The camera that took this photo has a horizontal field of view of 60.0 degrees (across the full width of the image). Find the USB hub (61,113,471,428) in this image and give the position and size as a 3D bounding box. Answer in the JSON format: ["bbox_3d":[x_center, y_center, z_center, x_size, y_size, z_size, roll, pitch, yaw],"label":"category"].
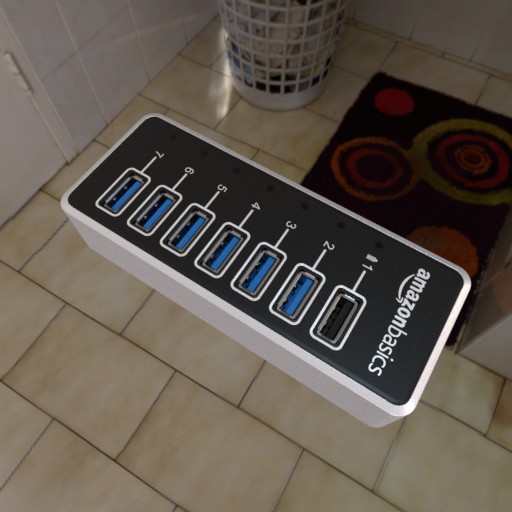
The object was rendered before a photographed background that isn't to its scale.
[{"bbox_3d":[0.000,0.000,0.131,0.110,0.023,0.044,30,67,14],"label":"USB hub"}]
